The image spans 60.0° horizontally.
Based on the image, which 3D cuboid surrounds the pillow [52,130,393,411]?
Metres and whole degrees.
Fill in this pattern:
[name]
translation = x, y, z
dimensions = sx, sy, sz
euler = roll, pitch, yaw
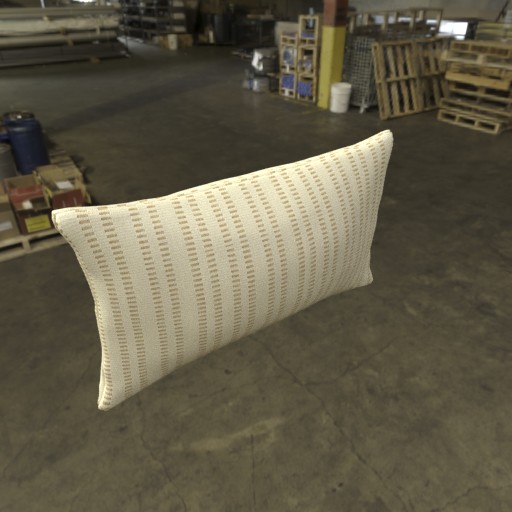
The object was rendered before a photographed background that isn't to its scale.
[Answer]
[pillow]
translation = 0.000, 0.000, 0.793
dimensions = 0.640, 0.353, 0.210
euler = -20, 37, -30
